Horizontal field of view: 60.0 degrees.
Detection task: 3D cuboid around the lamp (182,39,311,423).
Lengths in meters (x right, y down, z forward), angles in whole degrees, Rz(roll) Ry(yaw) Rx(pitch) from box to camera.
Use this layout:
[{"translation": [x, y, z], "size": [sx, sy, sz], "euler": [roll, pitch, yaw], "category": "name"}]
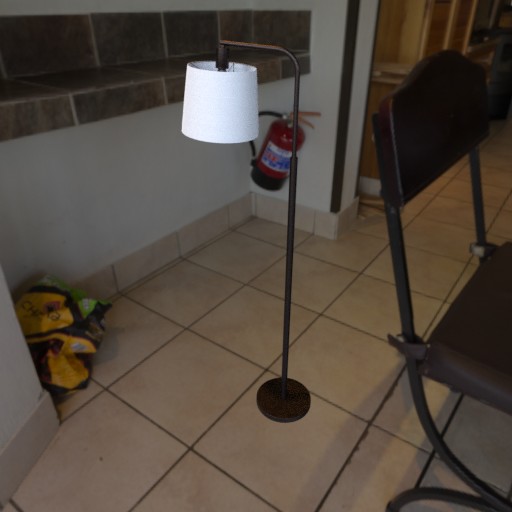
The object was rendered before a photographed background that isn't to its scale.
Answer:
[{"translation": [0.000, 0.000, 1.687], "size": [0.508, 1.478, 0.254], "euler": [9, 31, 15], "category": "lamp"}]
